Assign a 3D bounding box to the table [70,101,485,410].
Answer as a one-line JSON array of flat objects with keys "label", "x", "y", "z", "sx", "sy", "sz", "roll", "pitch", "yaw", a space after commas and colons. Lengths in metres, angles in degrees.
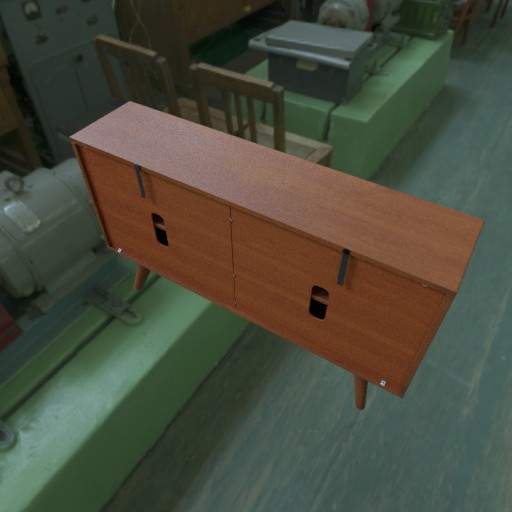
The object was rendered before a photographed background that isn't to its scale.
[{"label": "table", "x": 0.000, "y": 0.000, "z": 1.533, "sx": 1.220, "sy": 0.698, "sz": 0.308, "roll": 24, "pitch": 51, "yaw": 21}]
